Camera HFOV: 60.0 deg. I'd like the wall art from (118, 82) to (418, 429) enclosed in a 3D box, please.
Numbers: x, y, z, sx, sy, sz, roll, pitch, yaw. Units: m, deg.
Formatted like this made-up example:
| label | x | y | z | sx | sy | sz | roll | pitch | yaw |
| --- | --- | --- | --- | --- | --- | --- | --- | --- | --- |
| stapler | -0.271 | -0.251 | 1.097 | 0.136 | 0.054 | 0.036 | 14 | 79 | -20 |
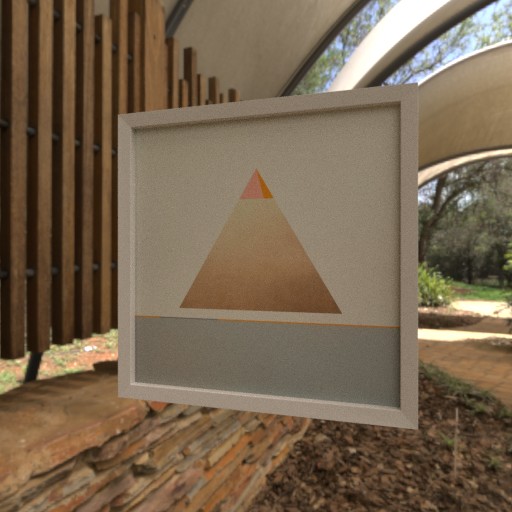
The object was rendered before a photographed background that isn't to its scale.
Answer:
| label | x | y | z | sx | sy | sz | roll | pitch | yaw |
| --- | --- | --- | --- | --- | --- | --- | --- | --- | --- |
| wall art | 0.000 | 0.000 | 1.883 | 1.289 | 1.291 | 0.098 | 0 | 0 | 17 |
